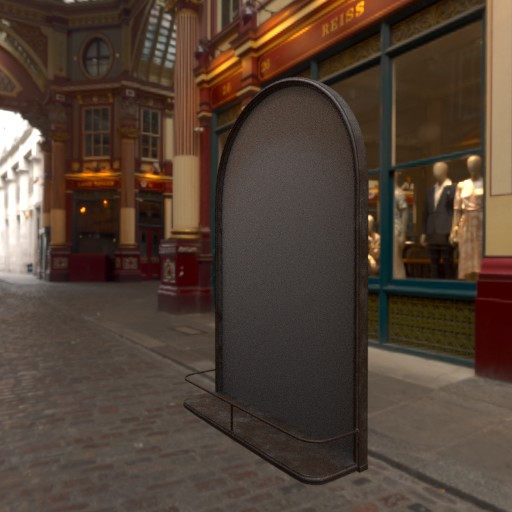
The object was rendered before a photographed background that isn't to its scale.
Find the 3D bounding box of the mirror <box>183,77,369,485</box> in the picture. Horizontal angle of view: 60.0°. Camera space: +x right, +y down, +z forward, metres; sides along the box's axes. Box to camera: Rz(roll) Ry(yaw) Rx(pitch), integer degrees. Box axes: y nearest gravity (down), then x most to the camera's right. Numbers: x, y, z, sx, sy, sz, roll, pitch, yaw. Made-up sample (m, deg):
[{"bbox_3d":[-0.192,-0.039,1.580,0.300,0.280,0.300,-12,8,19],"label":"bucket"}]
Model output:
[{"bbox_3d":[0.000,0.000,0.966,0.137,0.770,0.510,-1,1,-36],"label":"mirror"}]
